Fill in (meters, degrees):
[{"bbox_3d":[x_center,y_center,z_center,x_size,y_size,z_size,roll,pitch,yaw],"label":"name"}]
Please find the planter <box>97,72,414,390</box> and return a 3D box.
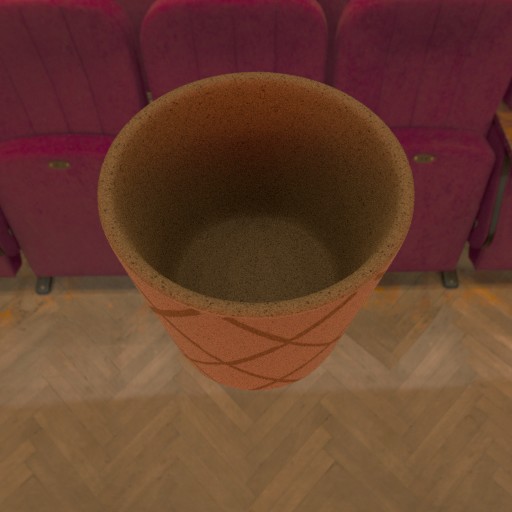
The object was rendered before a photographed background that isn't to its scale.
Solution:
[{"bbox_3d":[0.000,0.000,0.354,0.191,0.199,0.191,0,59,0],"label":"planter"}]
